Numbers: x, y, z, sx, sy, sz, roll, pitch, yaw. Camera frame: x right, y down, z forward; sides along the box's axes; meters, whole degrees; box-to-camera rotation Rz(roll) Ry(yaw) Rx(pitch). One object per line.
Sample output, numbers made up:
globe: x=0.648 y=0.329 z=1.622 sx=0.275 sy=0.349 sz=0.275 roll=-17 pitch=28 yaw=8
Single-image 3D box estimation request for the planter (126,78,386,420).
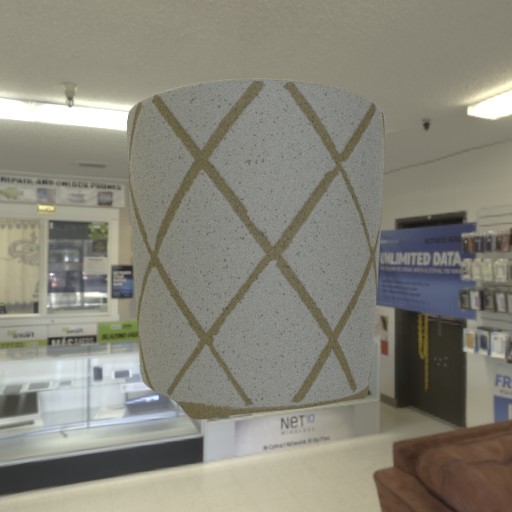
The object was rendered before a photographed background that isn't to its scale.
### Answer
planter: x=0.000 y=0.000 z=0.405 sx=0.228 sy=0.235 sz=0.228 roll=0 pitch=0 yaw=0
